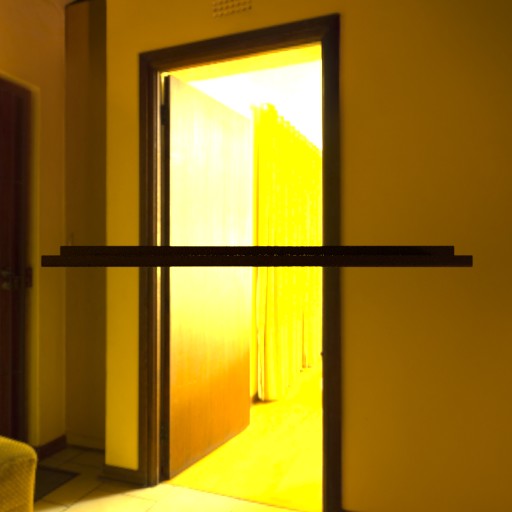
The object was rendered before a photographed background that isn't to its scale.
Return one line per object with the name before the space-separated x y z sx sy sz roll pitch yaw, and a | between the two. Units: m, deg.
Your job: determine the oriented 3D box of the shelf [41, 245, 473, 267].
shelf | 0.000 0.000 0.994 0.924 0.049 0.092 0 0 1
